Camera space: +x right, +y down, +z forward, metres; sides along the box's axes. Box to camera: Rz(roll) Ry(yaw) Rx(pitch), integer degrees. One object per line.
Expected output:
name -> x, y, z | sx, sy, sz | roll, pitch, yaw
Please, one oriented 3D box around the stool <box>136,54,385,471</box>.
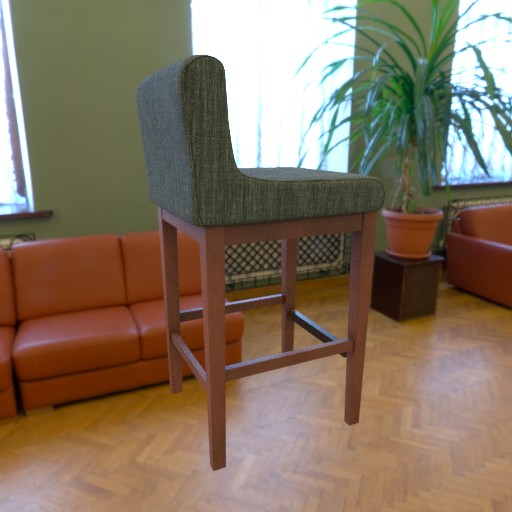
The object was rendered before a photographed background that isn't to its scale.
stool -> 0.000, 0.000, 1.079 | 0.459, 0.835, 0.395 | -7, 17, -25
